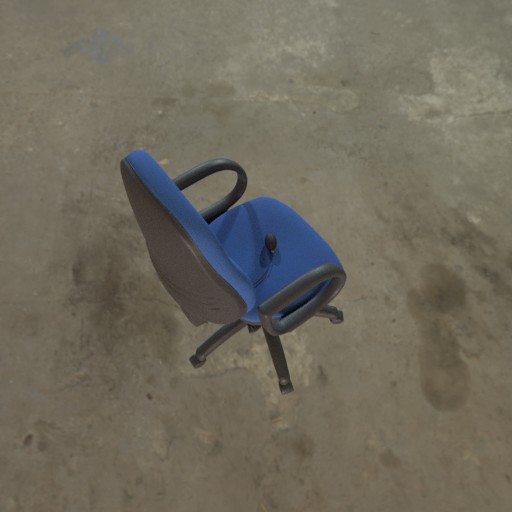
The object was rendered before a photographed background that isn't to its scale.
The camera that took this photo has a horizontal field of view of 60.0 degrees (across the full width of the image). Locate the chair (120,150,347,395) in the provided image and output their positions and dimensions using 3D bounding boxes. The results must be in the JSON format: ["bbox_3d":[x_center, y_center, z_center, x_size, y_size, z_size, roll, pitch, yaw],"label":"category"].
[{"bbox_3d":[0.000,0.000,1.237,0.549,0.905,0.552,-32,62,-19],"label":"chair"}]
